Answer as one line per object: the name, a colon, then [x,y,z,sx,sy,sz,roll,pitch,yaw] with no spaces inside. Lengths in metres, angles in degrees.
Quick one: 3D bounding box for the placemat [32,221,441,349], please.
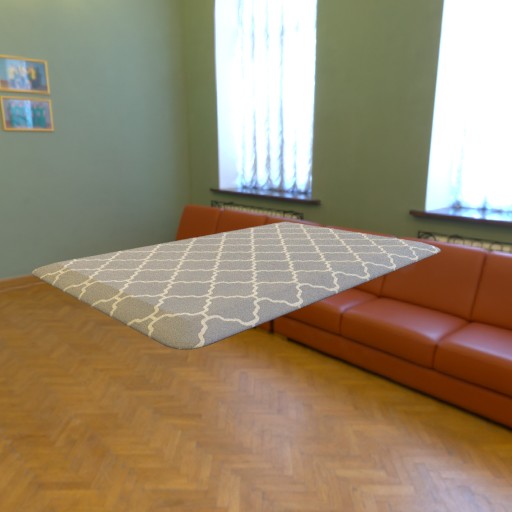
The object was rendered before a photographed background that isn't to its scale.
placemat: [0.000,0.000,0.952,0.508,0.021,0.762,13,19,43]
